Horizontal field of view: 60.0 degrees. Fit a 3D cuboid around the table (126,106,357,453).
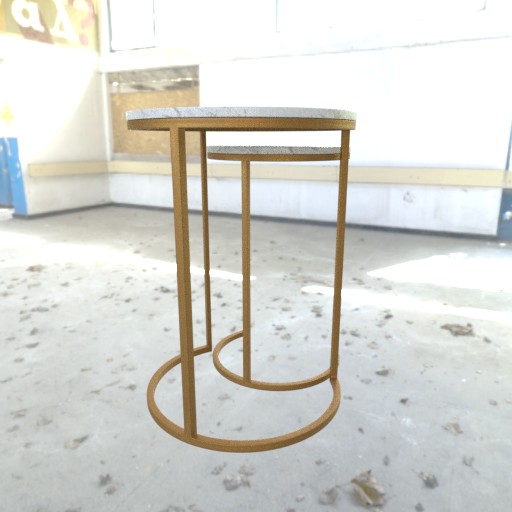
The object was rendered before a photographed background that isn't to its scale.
[{"bbox_3d":[0.000,0.000,0.908,0.400,0.550,0.507,8,17,27],"label":"table"}]
